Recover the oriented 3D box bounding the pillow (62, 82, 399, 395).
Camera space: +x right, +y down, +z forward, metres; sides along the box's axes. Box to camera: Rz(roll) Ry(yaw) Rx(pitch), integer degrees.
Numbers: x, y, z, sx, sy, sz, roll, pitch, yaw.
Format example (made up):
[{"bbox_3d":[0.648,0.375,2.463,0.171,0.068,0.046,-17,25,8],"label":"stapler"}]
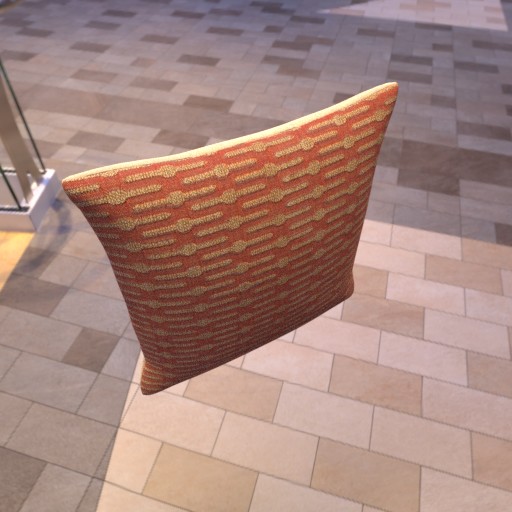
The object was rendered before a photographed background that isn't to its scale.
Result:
[{"bbox_3d":[0.000,0.000,0.765,0.511,0.503,0.182,-23,51,-20],"label":"pillow"}]
